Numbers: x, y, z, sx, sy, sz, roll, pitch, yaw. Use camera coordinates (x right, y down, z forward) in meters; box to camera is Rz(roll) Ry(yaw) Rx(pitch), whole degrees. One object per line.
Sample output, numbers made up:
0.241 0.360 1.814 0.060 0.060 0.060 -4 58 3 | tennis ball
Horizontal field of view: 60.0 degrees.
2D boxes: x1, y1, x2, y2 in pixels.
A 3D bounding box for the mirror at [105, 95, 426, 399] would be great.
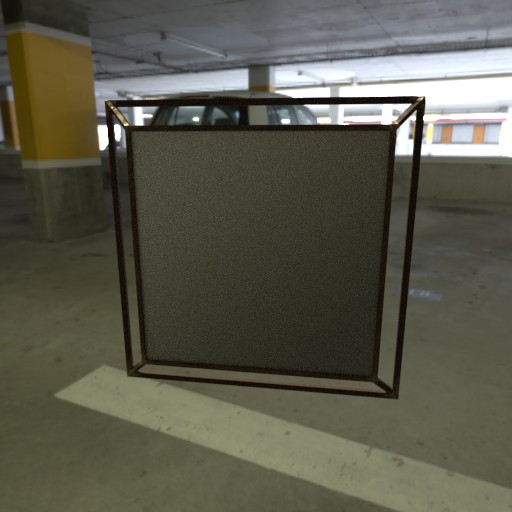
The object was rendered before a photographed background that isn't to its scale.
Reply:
0.000 0.000 0.904 0.610 0.610 0.032 2 15 9 | mirror
